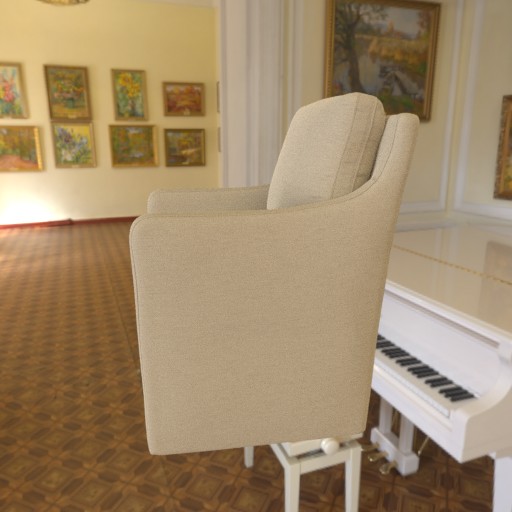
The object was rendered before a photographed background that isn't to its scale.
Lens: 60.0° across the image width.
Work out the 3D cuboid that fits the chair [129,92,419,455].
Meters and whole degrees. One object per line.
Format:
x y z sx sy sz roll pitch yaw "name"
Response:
0.000 0.000 1.358 0.694 0.914 0.626 -2 15 -9 "chair"
